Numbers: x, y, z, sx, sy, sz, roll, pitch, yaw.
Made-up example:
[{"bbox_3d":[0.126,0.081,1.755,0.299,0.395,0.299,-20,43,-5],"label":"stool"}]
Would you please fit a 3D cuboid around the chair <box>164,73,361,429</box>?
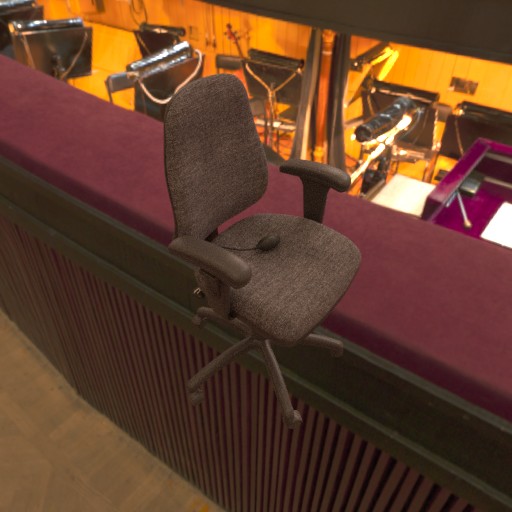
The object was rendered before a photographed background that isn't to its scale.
[{"bbox_3d":[0.000,0.000,1.239,0.530,0.910,0.550,25,46,27],"label":"chair"}]
